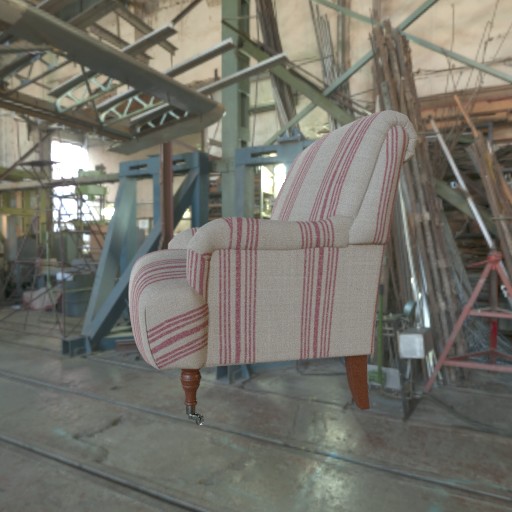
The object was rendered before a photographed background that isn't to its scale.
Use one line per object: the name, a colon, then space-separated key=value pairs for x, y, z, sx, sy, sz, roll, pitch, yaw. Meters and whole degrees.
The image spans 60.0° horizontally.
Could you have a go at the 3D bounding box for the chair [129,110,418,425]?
chair: x=0.000 y=0.000 z=1.913 sx=1.058 sy=1.123 sz=0.933 roll=0 pitch=2 yaw=-16
